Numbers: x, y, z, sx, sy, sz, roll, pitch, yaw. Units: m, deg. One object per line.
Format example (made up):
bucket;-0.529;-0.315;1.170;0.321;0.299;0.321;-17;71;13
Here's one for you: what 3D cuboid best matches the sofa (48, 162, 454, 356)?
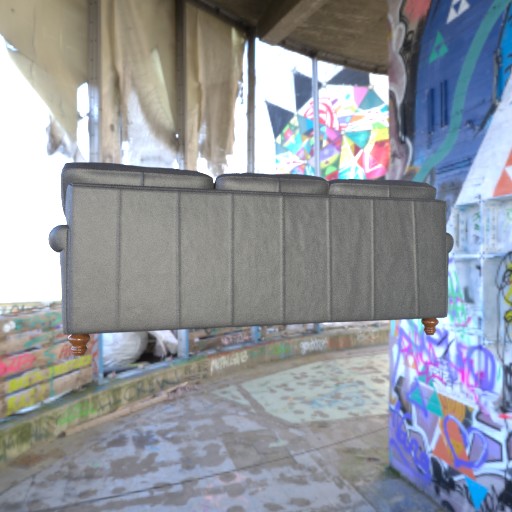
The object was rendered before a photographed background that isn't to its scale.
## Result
sofa;0.000;0.000;2.853;2.387;0.977;0.974;0;0;-17
